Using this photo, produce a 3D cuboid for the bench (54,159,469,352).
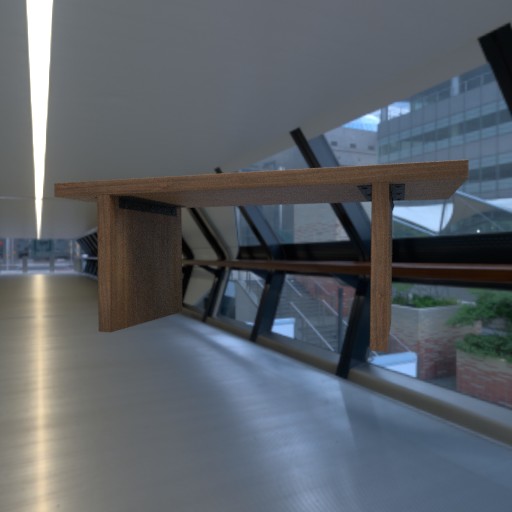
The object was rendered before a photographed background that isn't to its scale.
[{"bbox_3d":[0.000,0.000,1.428,1.183,0.458,0.458,0,1,18],"label":"bench"}]
